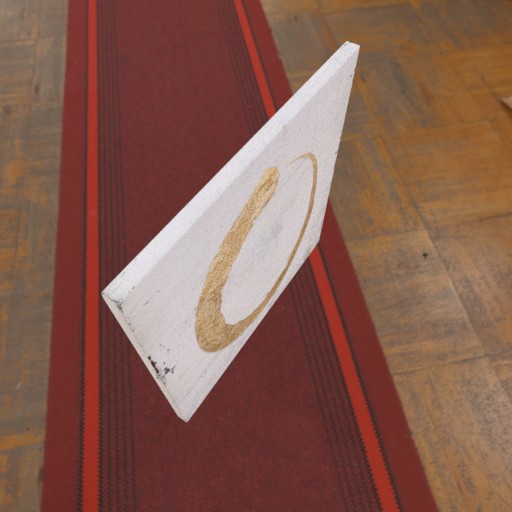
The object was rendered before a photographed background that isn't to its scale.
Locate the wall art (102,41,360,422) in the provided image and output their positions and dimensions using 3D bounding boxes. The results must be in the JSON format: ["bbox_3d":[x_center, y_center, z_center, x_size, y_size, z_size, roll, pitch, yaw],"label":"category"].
[{"bbox_3d":[0.000,0.000,1.126,0.038,0.762,0.762,30,62,18],"label":"wall art"}]
